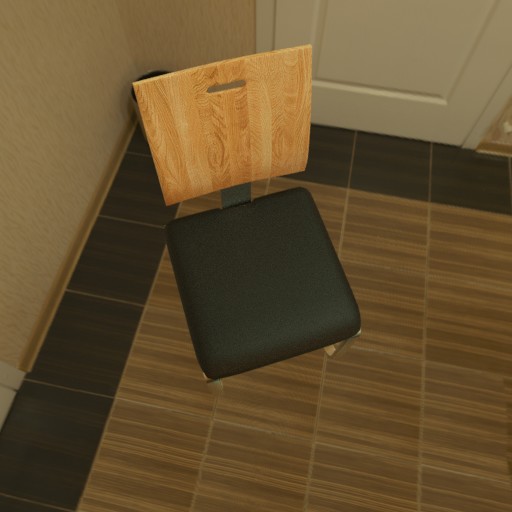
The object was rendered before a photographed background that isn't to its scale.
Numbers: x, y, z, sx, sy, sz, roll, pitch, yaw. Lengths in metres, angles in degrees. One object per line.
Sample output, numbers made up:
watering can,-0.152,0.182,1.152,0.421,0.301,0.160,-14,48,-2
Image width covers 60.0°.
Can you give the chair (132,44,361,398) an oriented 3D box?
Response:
chair,0.000,0.000,1.228,0.462,0.936,0.560,-16,64,-8
